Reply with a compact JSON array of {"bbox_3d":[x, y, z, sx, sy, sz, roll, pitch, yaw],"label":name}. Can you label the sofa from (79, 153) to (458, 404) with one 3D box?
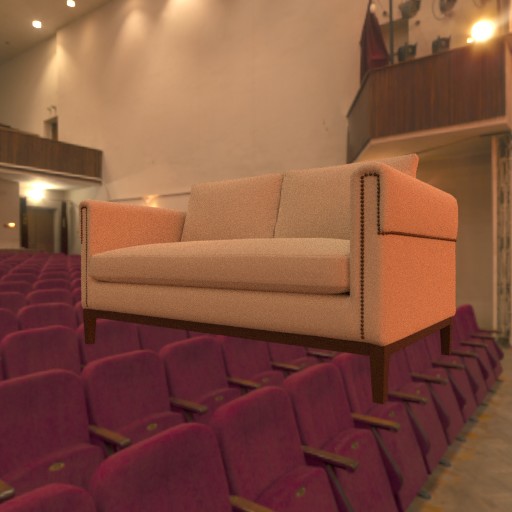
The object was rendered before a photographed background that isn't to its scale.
[{"bbox_3d":[0.000,0.000,2.077,1.598,0.873,0.905,0,0,36],"label":"sofa"}]
